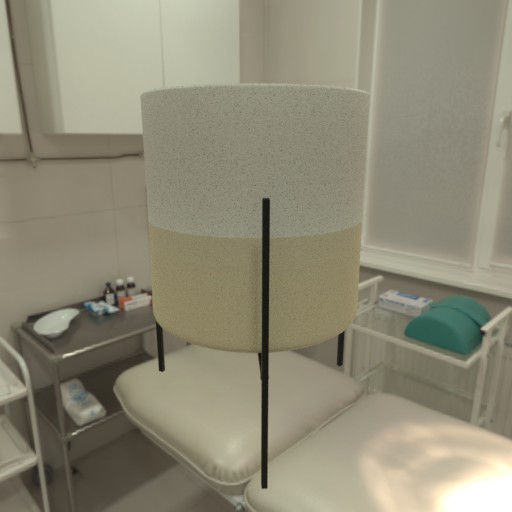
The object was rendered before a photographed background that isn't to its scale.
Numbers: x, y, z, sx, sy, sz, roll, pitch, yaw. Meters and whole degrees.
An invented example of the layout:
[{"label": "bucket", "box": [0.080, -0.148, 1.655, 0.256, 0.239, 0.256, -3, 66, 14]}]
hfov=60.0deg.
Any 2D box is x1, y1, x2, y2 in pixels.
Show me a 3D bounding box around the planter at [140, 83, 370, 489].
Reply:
[{"label": "planter", "box": [0.000, 0.000, 0.534, 0.263, 0.362, 0.267, 14, 21, 43]}]
